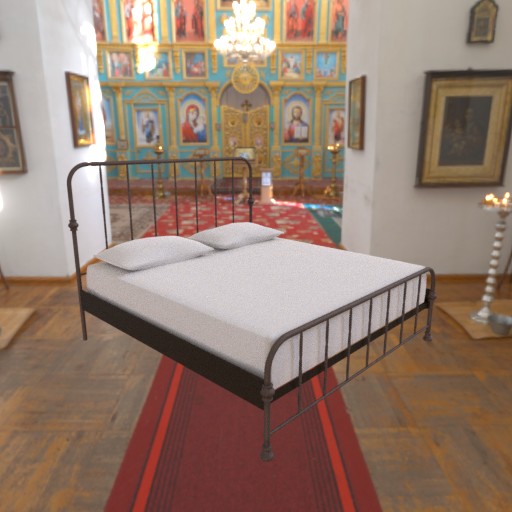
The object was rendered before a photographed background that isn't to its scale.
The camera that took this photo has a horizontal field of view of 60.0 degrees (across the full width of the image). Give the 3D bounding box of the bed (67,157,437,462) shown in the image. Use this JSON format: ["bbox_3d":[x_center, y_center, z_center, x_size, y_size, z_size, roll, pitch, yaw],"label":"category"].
[{"bbox_3d":[0.000,0.000,3.509,2.134,1.446,2.044,14,20,42],"label":"bed"}]
